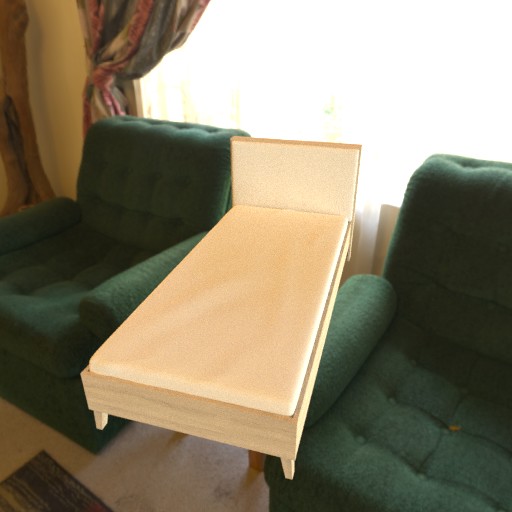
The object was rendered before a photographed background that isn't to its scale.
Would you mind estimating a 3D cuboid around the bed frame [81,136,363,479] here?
[{"bbox_3d":[0.000,0.000,2.658,0.990,0.920,2.140,8,28,15],"label":"bed frame"}]
